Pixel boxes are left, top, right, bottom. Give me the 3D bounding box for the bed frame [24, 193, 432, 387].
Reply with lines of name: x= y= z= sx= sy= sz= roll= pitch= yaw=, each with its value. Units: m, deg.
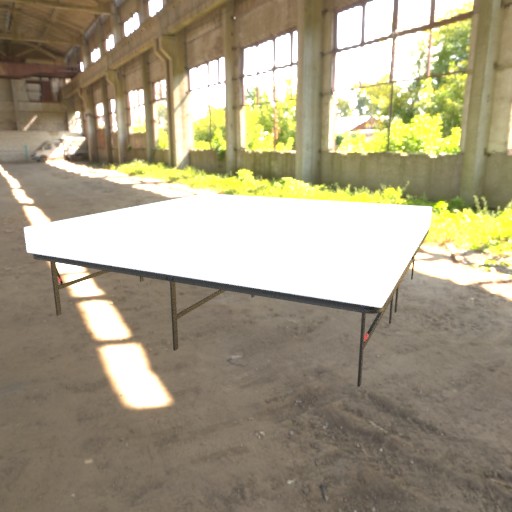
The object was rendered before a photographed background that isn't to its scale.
bed frame: x=0.000 y=0.000 z=3.022 sx=2.032 sy=0.559 sz=1.930 roll=7 pitch=16 yaw=25
